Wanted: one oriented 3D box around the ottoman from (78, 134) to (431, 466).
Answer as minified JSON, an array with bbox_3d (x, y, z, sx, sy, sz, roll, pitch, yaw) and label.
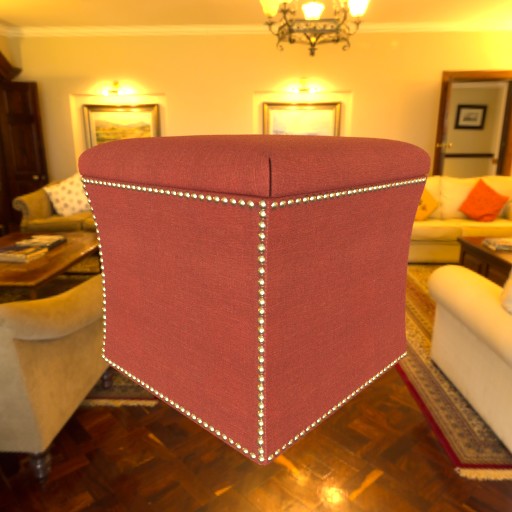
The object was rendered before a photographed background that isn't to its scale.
[{"bbox_3d":[0.000,0.000,0.897,0.507,0.475,0.497,14,20,41],"label":"ottoman"}]
